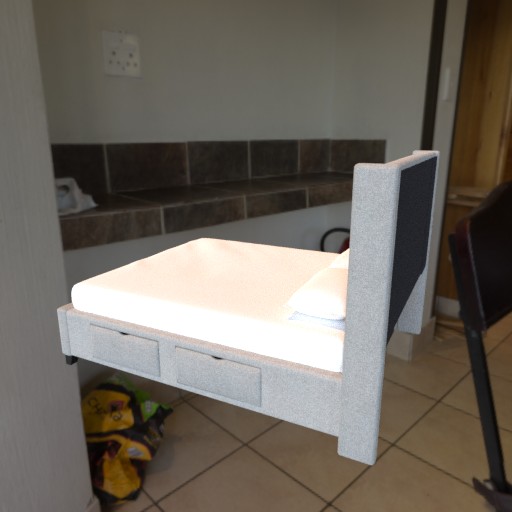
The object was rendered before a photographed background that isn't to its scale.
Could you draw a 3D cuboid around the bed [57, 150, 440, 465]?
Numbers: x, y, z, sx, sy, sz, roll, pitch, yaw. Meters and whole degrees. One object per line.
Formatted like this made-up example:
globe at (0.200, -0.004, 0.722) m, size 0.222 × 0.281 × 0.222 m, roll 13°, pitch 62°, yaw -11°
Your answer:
bed at (0.000, 0.000, 3.262) m, size 2.222 × 1.491 × 1.774 m, roll 8°, pitch 17°, yaw 26°
